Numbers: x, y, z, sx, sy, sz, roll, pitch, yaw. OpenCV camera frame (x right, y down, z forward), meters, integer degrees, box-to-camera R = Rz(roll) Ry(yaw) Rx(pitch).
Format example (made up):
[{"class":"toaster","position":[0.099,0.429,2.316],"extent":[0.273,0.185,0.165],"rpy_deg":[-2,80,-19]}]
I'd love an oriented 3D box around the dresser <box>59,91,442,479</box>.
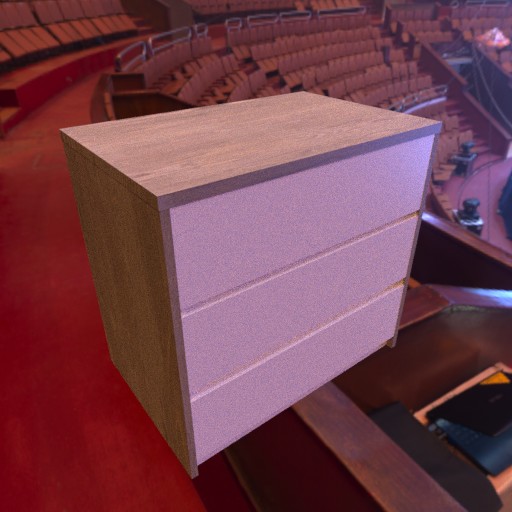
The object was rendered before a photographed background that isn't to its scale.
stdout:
[{"class":"dresser","position":[0.000,0.000,1.309],"extent":[0.809,0.762,0.529],"rpy_deg":[-21,37,-32]}]
